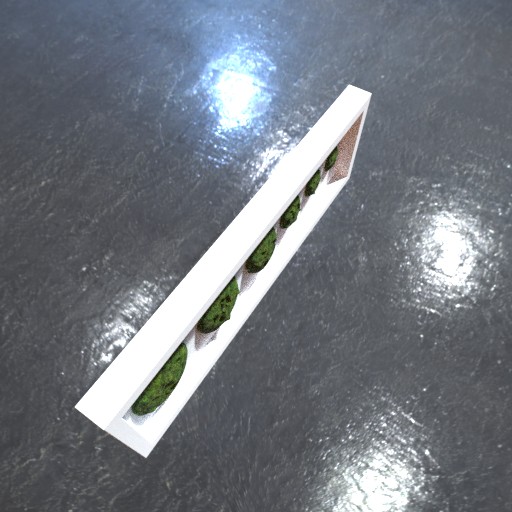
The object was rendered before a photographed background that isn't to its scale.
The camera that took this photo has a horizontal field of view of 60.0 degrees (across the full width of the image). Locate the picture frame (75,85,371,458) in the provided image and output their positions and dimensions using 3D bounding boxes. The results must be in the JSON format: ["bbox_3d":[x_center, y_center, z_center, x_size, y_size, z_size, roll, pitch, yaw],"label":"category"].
[{"bbox_3d":[0.000,0.000,0.828,0.050,0.250,0.759,29,63,17],"label":"picture frame"}]
